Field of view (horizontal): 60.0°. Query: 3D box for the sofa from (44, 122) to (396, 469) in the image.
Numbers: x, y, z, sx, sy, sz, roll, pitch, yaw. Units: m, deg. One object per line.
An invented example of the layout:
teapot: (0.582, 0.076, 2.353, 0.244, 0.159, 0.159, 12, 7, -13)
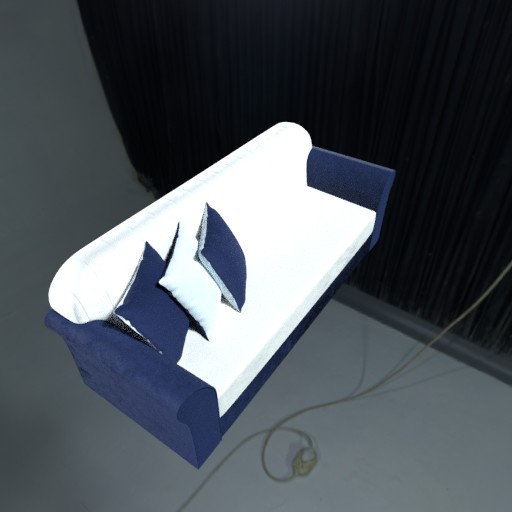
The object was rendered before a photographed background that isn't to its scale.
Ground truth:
sofa: (0.000, 0.000, 2.403, 0.749, 0.789, 2.006, 24, 46, 26)
